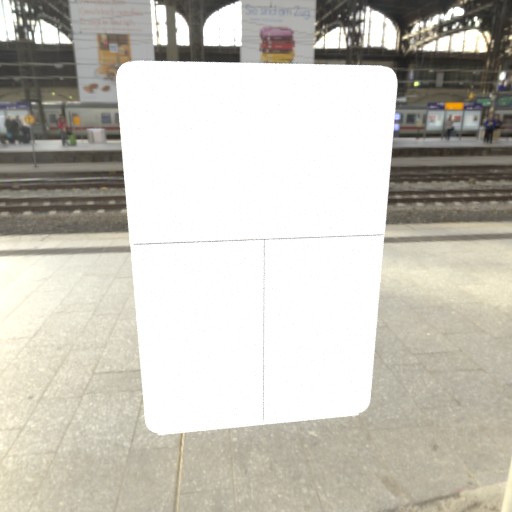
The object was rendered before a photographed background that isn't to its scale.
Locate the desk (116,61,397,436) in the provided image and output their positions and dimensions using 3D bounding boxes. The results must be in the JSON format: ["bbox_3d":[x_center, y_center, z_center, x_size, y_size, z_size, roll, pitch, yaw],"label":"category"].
[{"bbox_3d":[0.000,0.000,1.523,0.795,1.190,0.278,-3,17,-8],"label":"desk"}]
